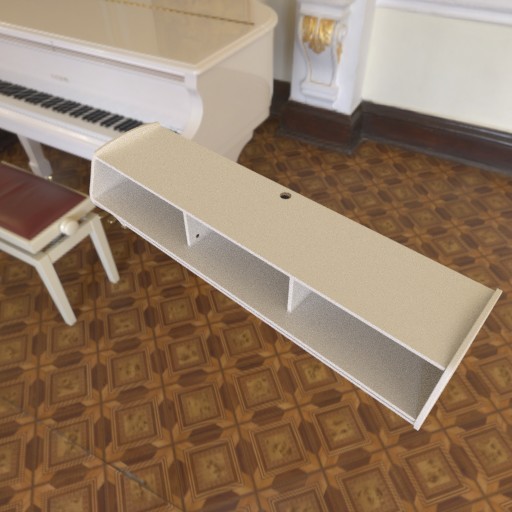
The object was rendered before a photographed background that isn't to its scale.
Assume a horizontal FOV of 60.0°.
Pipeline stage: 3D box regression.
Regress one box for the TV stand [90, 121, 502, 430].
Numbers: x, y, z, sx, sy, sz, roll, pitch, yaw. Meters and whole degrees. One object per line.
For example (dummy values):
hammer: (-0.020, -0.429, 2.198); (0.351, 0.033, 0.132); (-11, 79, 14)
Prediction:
TV stand: (0.000, 0.000, 1.605); (1.473, 0.424, 0.397); (31, 53, 28)
